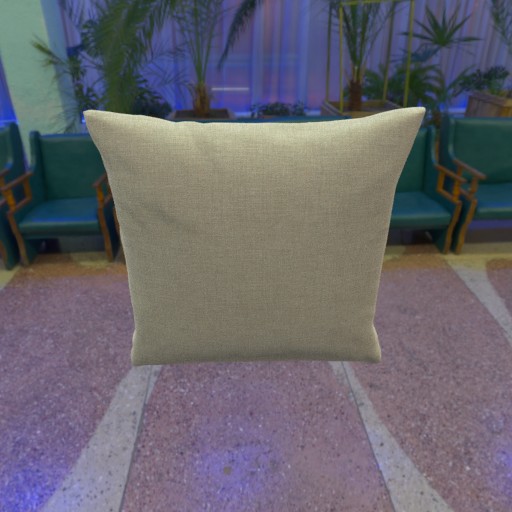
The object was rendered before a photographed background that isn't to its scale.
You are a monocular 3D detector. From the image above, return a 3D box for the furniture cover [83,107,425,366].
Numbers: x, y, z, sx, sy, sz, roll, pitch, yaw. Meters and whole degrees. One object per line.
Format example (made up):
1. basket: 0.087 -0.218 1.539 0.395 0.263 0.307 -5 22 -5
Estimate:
1. furniture cover: 0.000 0.000 0.788 0.517 0.508 0.158 -1 29 -1
